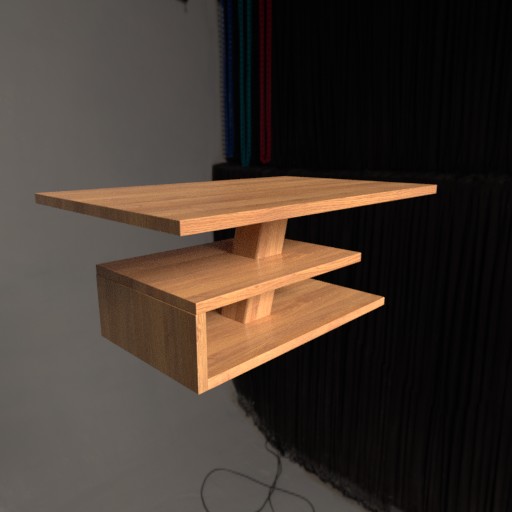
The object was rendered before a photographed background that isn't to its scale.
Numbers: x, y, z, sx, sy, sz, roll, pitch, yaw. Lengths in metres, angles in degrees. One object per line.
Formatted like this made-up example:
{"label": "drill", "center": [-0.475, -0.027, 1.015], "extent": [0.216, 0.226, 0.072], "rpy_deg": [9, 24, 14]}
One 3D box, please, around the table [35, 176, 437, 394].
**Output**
{"label": "table", "center": [0.000, 0.000, 1.465], "extent": [0.700, 0.442, 1.100], "rpy_deg": [13, 19, 43]}
